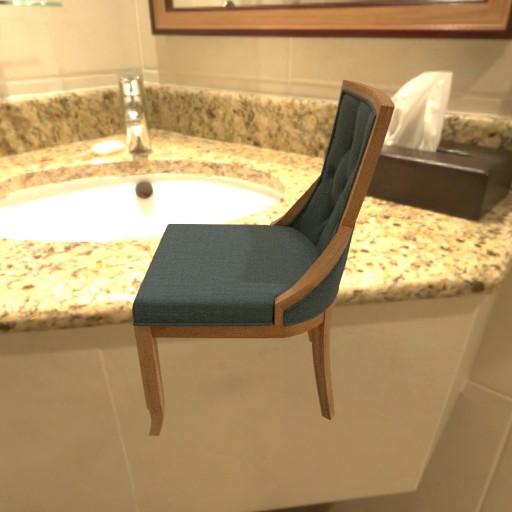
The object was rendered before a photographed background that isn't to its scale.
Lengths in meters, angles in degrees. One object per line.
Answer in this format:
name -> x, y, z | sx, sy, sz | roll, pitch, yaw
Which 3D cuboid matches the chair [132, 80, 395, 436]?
chair -> 0.000, 0.000, 1.338 | 0.641, 0.947, 0.524 | 0, 28, 0
